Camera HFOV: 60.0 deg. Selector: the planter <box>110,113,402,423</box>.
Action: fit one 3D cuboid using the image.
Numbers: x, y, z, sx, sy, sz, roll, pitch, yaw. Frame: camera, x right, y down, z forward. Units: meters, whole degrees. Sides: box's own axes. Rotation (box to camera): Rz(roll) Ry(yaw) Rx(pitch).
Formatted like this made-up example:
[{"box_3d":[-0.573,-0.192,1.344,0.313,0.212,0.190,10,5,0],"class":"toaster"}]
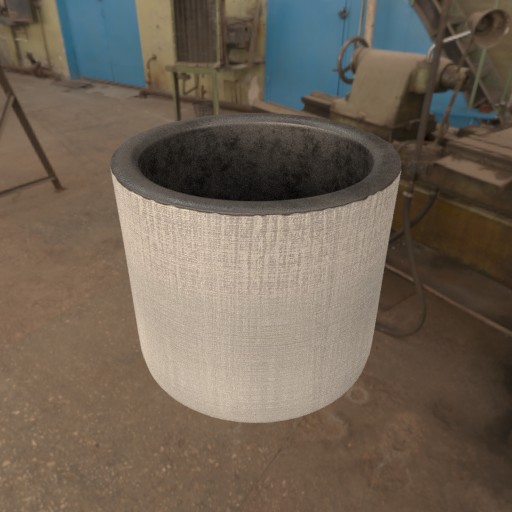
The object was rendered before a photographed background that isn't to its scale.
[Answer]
[{"box_3d":[0.000,0.000,0.223,0.125,0.112,0.125,0,32,0],"class":"planter"}]
